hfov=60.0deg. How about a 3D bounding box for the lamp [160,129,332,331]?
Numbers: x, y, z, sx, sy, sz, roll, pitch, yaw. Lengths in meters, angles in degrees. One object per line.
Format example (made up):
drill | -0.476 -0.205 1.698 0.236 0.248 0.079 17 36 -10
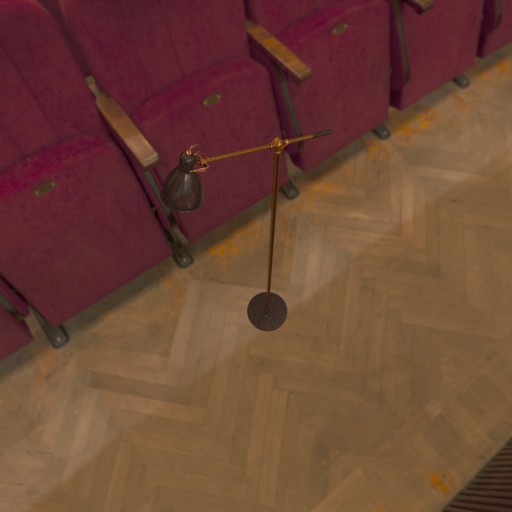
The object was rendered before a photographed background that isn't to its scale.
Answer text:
lamp | 0.000 0.000 1.863 0.618 1.628 0.235 -33 67 -16
